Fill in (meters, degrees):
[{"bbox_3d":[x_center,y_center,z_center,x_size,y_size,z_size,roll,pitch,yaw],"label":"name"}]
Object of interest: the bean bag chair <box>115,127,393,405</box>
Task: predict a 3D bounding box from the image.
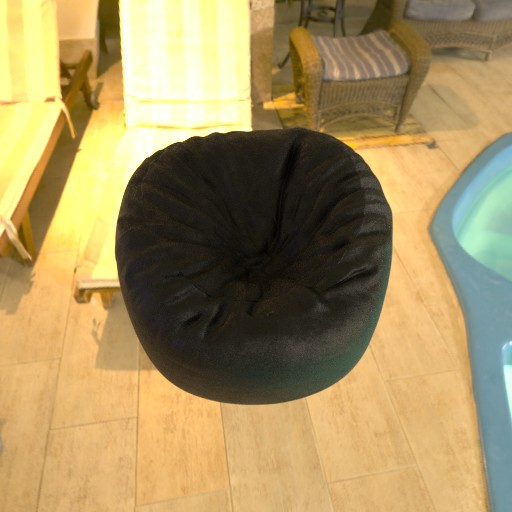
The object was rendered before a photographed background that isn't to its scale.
[{"bbox_3d":[0.000,0.000,2.444,1.524,0.878,1.524,-3,47,-2],"label":"bean bag chair"}]
